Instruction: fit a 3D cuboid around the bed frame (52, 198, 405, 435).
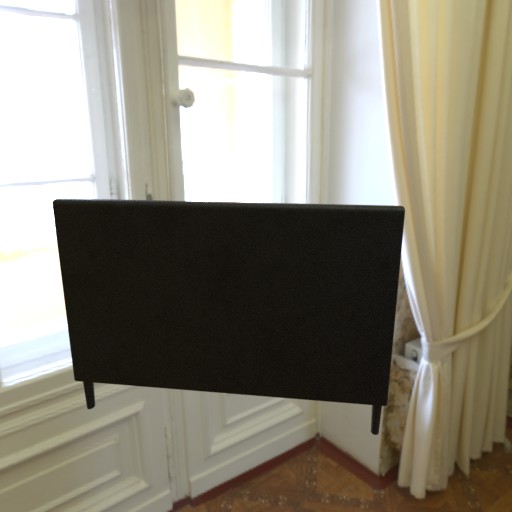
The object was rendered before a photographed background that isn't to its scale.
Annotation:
[{"bbox_3d":[0.000,0.000,2.965,1.469,1.046,2.152,2,16,8],"label":"bed frame"}]
